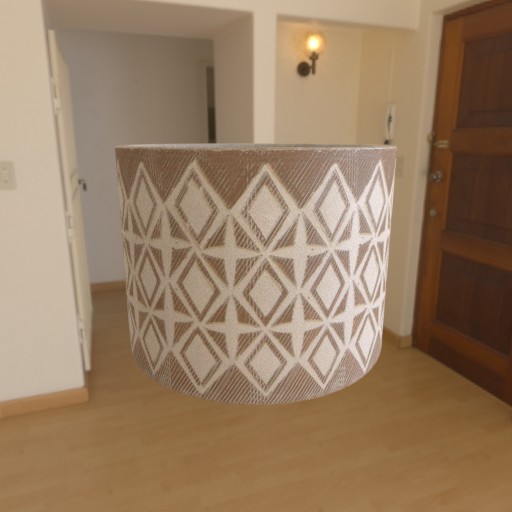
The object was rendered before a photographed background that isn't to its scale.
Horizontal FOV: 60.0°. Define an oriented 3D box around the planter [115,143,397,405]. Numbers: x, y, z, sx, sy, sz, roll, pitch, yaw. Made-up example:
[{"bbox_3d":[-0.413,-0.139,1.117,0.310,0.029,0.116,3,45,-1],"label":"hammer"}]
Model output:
[{"bbox_3d":[0.000,0.000,0.338,0.193,0.165,0.193,0,15,0],"label":"planter"}]
